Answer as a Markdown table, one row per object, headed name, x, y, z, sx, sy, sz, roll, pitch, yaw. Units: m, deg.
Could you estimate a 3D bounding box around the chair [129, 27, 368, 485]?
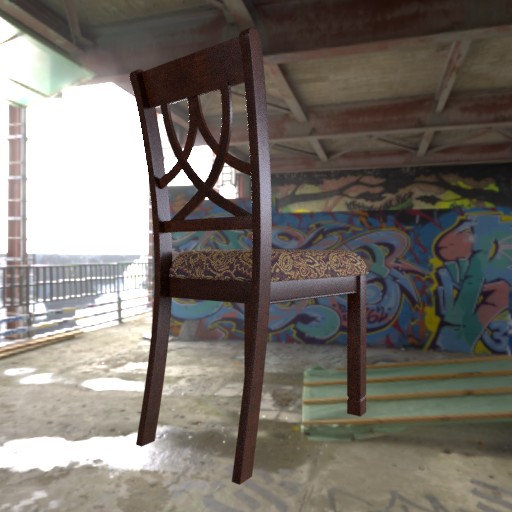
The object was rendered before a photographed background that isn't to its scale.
| name | x | y | z | sx | sy | sz | roll | pitch | yaw |
| --- | --- | --- | --- | --- | --- | --- | --- | --- | --- |
| chair | 0.000 | 0.000 | 1.270 | 0.457 | 0.965 | 0.584 | 0 | 0 | 36 |
